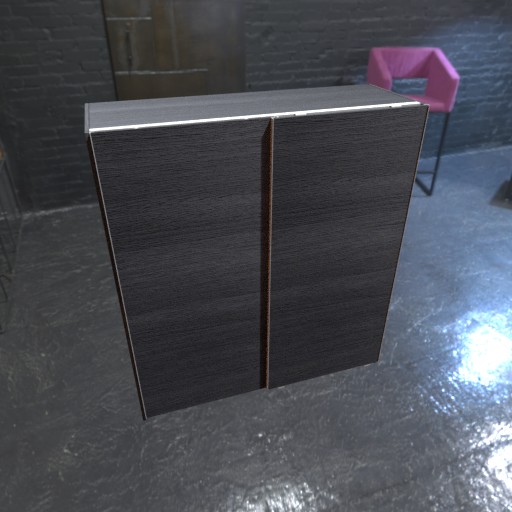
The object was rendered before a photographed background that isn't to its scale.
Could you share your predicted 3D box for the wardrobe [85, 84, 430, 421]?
[{"bbox_3d":[0.000,0.000,2.935,1.780,1.960,0.629,-10,33,-15],"label":"wardrobe"}]
